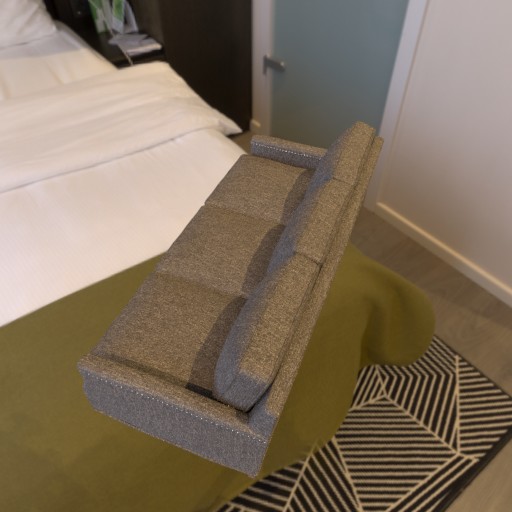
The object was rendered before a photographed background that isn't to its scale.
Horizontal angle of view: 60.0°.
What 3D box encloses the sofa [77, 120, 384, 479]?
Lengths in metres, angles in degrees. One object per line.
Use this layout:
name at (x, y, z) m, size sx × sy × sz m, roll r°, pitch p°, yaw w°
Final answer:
sofa at (0.000, 0.000, 2.777) m, size 1.084 × 1.003 × 2.246 m, roll 16°, pitch 48°, yaw 15°
